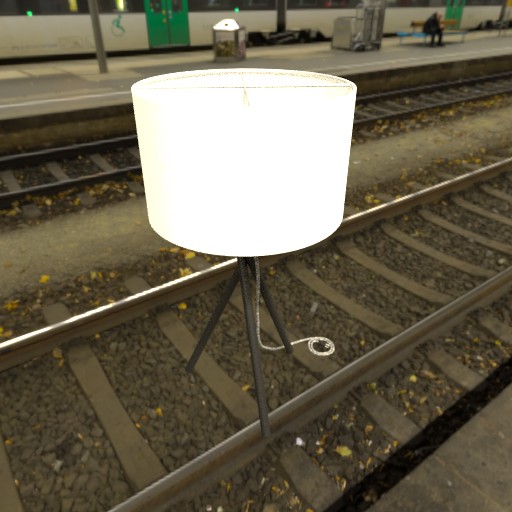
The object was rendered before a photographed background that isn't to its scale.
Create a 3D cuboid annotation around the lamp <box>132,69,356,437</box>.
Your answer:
[{"bbox_3d":[0.000,0.000,0.907,0.353,0.674,0.422,18,35,28],"label":"lamp"}]
